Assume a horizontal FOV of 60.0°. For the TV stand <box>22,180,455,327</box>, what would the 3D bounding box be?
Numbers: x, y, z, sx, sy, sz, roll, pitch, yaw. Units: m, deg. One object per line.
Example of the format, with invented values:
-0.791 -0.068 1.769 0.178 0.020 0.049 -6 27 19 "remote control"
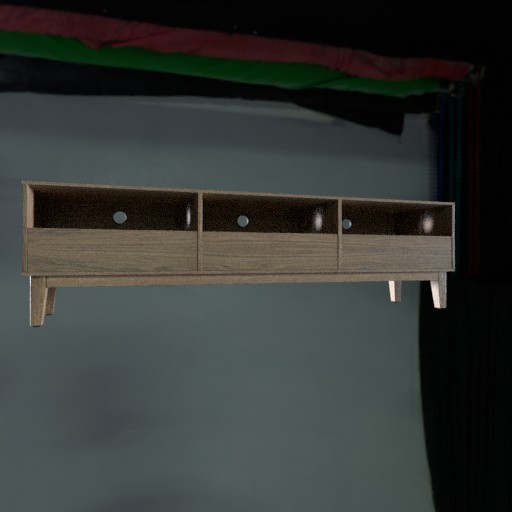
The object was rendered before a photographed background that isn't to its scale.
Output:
0.000 0.000 1.630 1.482 0.409 0.366 0 0 -19 "TV stand"
